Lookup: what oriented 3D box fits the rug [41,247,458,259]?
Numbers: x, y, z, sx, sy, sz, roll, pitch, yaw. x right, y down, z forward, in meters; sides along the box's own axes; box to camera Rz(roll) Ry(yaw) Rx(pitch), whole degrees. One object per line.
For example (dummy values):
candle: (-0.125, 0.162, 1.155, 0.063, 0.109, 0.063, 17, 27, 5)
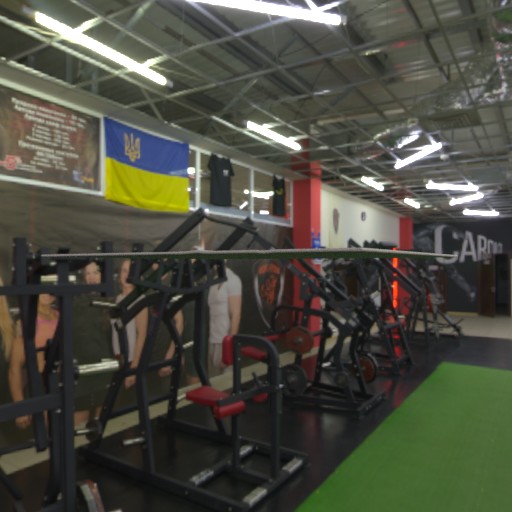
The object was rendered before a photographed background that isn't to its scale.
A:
rug: (0.000, 0.000, 4.097, 3.007, 0.032, 2.434, -1, -1, 35)
